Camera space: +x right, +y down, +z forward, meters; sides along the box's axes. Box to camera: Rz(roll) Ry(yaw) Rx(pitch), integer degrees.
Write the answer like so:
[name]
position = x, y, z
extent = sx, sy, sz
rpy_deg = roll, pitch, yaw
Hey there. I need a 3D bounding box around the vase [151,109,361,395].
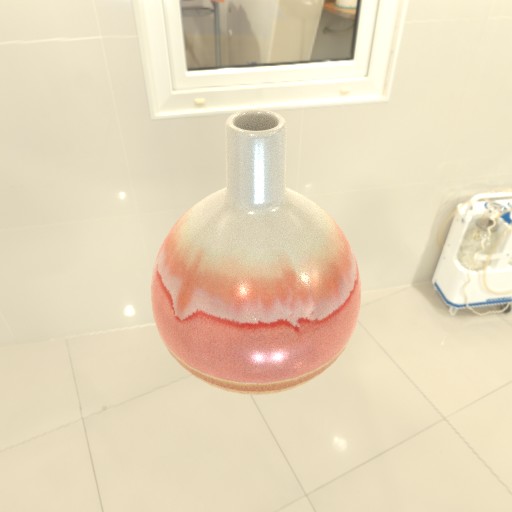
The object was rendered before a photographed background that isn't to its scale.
[vase]
position = 0.000, 0.000, 0.276
extent = 0.137, 0.176, 0.137
rpy_deg = 0, 40, 0
